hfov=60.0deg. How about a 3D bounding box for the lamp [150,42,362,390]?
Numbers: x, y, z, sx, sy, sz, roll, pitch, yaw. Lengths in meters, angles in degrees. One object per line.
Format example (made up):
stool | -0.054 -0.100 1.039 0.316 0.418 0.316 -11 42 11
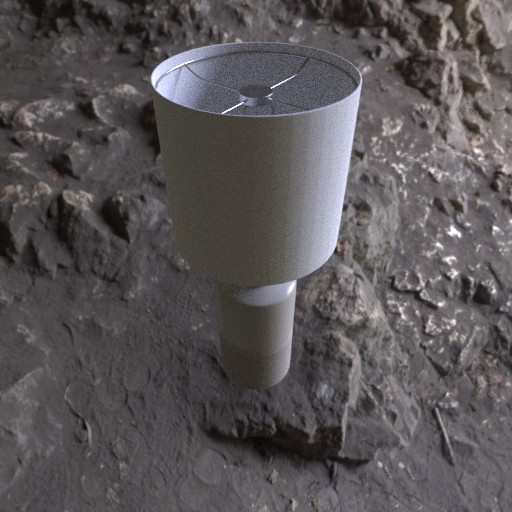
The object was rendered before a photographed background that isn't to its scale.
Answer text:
lamp | 0.000 0.000 0.611 0.212 0.493 0.212 26 48 27
